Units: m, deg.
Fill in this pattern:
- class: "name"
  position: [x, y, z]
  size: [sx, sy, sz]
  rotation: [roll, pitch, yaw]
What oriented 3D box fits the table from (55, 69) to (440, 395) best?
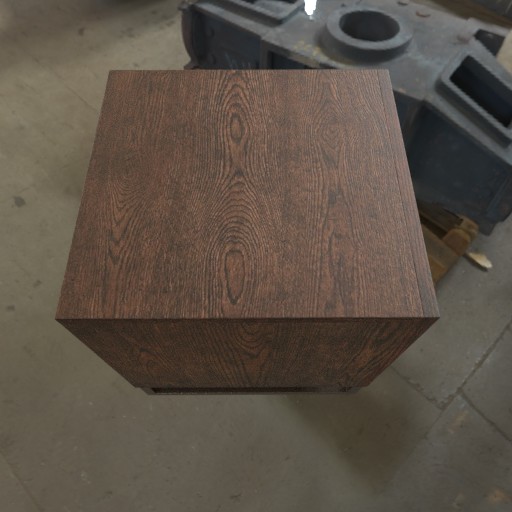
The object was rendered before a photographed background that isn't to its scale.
- class: "table"
  position: [0.000, 0.000, 0.993]
  size: [0.566, 0.582, 0.506]
  rotation: [0, 62, 0]
